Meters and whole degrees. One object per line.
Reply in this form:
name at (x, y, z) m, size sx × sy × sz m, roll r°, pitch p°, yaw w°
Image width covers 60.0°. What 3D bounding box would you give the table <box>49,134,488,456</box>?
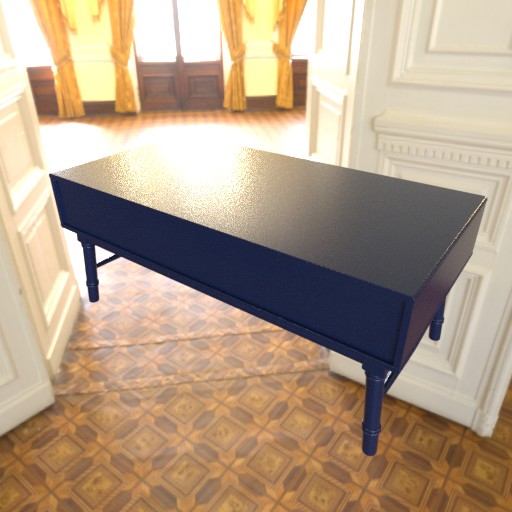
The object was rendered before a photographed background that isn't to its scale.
table at (0.000, 0.000, 1.319) m, size 1.067 × 0.457 × 0.572 m, roll 20°, pitch 35°, yaw 31°
